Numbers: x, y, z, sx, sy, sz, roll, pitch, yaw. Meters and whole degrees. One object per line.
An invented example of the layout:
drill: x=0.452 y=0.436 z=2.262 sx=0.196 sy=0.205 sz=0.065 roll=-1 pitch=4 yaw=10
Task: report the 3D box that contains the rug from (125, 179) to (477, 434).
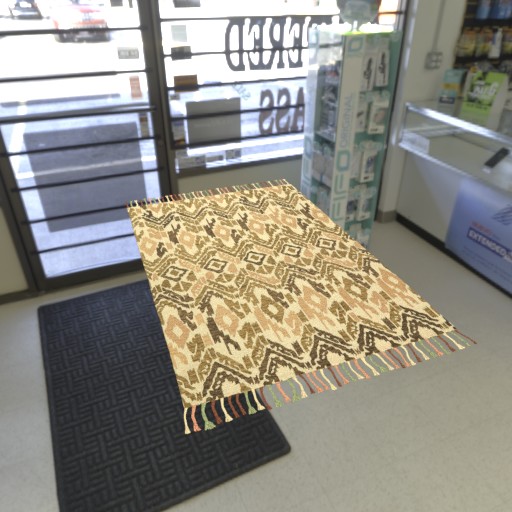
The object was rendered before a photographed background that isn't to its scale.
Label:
rug: x=0.000 y=0.000 z=3.008 sx=1.524 sy=0.008 sz=2.438 roll=-11 pitch=33 yaw=-17
